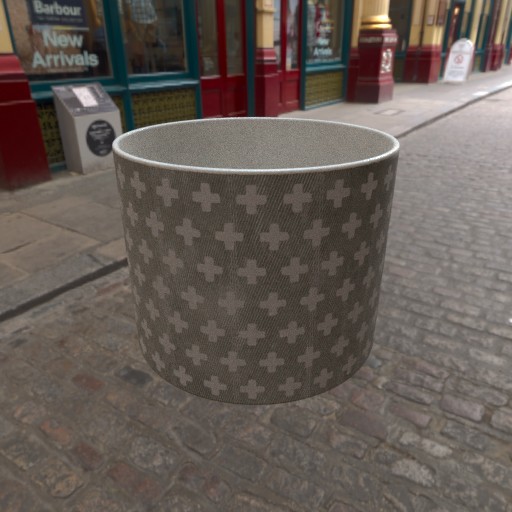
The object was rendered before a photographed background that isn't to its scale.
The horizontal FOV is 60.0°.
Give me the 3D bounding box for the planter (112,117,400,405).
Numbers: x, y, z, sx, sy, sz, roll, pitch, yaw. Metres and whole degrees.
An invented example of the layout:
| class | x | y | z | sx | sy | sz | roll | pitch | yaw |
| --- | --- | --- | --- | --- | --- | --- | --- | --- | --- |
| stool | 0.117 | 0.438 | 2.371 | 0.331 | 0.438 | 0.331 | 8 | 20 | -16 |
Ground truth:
| class | x | y | z | sx | sy | sz | roll | pitch | yaw |
| --- | --- | --- | --- | --- | --- | --- | --- | --- | --- |
| planter | 0.000 | 0.000 | 0.451 | 0.250 | 0.239 | 0.250 | 0 | 25 | 0 |
